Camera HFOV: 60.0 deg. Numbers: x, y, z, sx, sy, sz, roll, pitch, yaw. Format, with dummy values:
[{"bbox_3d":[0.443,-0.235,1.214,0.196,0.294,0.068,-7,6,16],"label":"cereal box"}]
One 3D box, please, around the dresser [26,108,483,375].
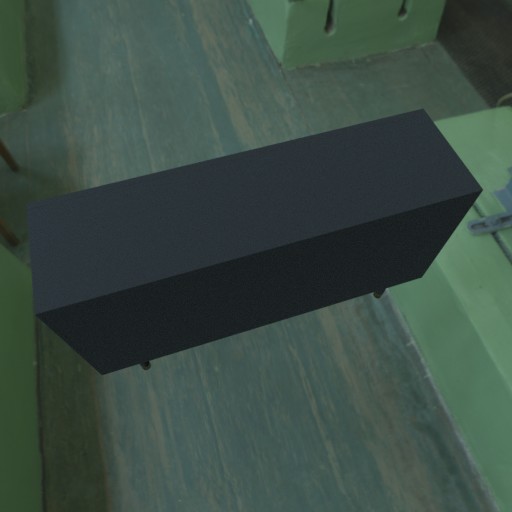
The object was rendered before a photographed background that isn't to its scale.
[{"bbox_3d":[0.000,0.000,1.950,1.558,0.872,0.463,-16,61,-9],"label":"dresser"}]
